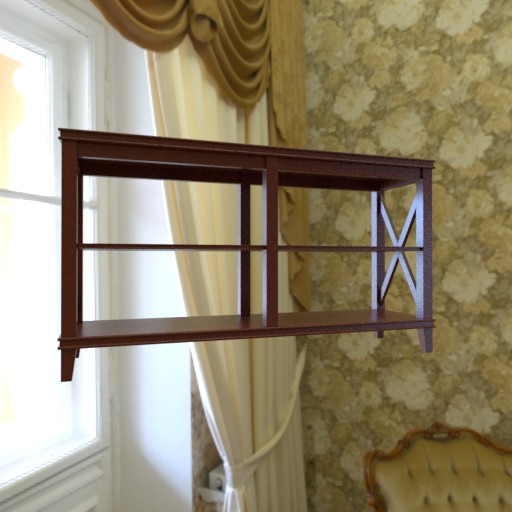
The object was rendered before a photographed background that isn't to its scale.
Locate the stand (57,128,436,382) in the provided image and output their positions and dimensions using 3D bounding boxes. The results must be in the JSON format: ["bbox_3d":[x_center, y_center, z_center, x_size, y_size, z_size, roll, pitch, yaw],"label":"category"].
[{"bbox_3d":[0.000,0.000,1.715,1.372,0.762,0.381,0,0,-18],"label":"stand"}]
